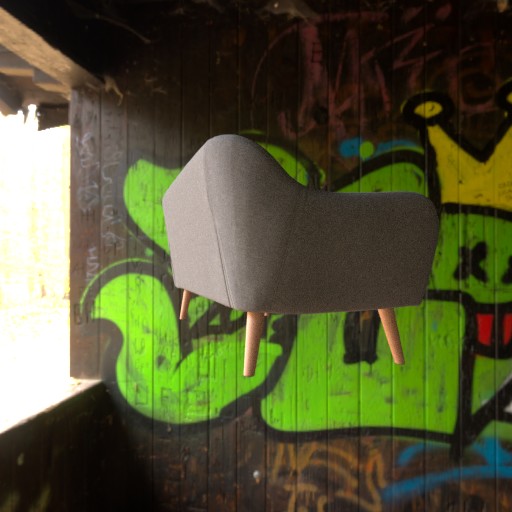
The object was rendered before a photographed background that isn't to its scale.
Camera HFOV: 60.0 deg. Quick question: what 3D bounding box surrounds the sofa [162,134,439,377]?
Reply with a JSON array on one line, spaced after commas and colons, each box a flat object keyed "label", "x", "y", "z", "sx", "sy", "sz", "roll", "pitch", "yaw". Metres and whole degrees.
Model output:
[{"label": "sofa", "x": 0.000, "y": 0.000, "z": 2.294, "sx": 0.820, "sy": 0.820, "sz": 1.840, "roll": 0, "pitch": -1, "yaw": -18}]
